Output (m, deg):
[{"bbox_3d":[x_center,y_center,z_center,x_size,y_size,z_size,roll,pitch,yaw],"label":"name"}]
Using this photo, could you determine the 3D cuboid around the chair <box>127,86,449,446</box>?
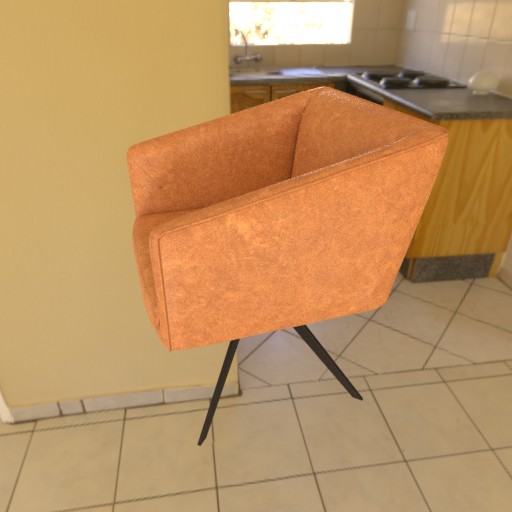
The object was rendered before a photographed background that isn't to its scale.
[{"bbox_3d":[0.000,0.000,1.201,0.625,0.760,0.588,-9,31,-16],"label":"chair"}]
